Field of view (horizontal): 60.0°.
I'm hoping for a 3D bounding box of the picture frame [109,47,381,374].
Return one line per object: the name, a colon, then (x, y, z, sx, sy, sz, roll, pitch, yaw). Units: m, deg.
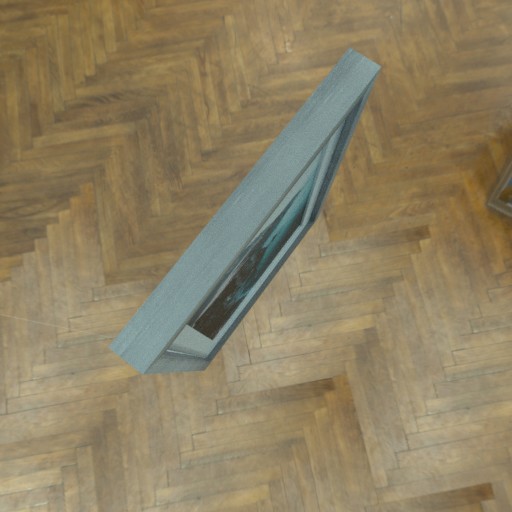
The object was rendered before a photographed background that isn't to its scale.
picture frame: (0.000, 0.000, 0.766, 0.046, 0.555, 0.449, 36, 79, 8)
